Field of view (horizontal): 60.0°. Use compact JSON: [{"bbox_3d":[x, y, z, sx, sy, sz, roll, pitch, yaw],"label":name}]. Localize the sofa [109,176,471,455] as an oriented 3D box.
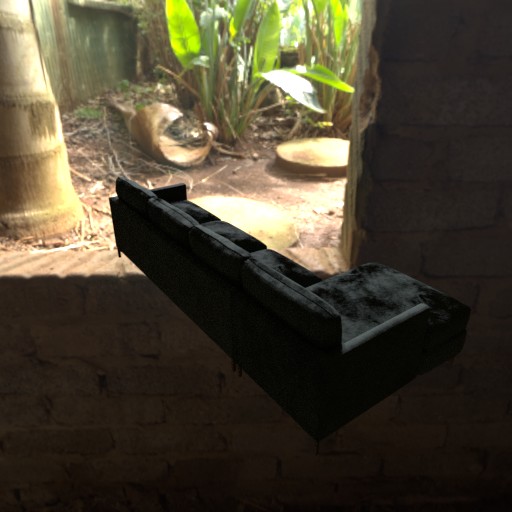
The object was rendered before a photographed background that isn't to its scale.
[{"bbox_3d":[0.000,0.000,4.082,1.500,0.967,3.400,-18,32,-32],"label":"sofa"}]
